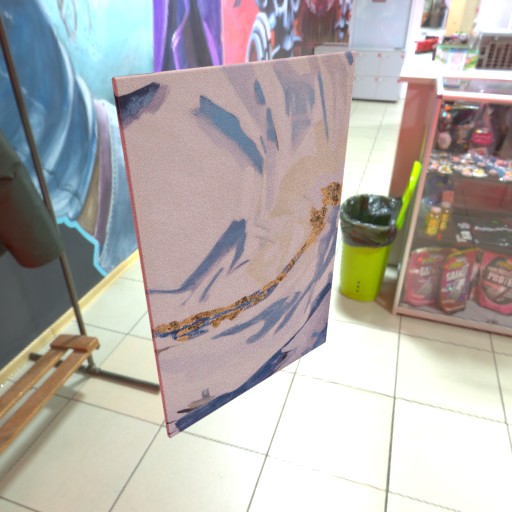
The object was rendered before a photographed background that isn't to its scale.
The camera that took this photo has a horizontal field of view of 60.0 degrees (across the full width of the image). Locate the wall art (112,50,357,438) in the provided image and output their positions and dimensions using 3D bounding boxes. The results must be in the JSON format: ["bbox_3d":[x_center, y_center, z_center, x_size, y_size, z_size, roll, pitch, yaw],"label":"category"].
[{"bbox_3d":[0.000,0.000,1.129,0.610,0.914,0.016,-23,38,-33],"label":"wall art"}]
